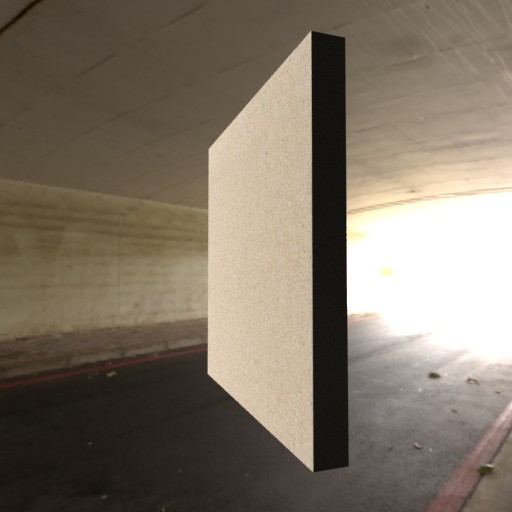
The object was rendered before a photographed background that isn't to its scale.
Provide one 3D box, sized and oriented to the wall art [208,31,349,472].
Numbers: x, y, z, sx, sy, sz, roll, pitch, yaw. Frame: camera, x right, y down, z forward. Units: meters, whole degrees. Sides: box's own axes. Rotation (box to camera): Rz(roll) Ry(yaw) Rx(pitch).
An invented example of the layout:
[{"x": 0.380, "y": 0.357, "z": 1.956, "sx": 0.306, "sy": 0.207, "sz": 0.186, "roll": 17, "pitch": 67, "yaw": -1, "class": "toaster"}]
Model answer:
[{"x": 0.000, "y": 0.000, "z": 0.478, "sx": 0.029, "sy": 0.318, "sz": 0.327, "roll": 1, "pitch": -2, "yaw": -19, "class": "wall art"}]
